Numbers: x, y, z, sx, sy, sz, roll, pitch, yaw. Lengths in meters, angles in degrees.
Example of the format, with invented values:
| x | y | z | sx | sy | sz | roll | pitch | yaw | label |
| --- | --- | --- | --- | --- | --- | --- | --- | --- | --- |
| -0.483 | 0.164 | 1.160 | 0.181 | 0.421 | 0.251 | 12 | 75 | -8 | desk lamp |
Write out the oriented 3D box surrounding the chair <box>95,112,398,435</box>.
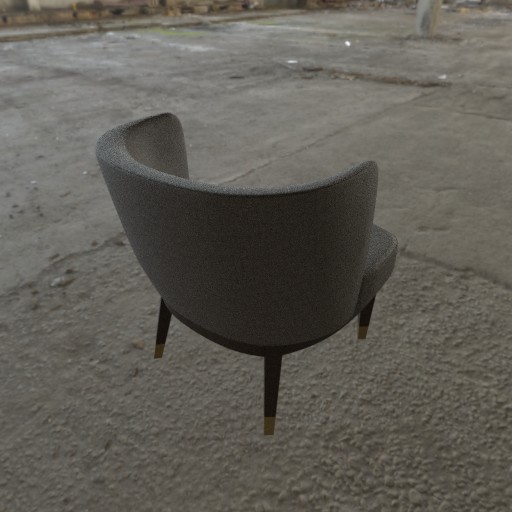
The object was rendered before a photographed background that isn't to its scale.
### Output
| x | y | z | sx | sy | sz | roll | pitch | yaw | label |
| --- | --- | --- | --- | --- | --- | --- | --- | --- | --- |
| 0.000 | 0.000 | 1.234 | 0.639 | 0.695 | 0.698 | 23 | 39 | 32 | chair |
